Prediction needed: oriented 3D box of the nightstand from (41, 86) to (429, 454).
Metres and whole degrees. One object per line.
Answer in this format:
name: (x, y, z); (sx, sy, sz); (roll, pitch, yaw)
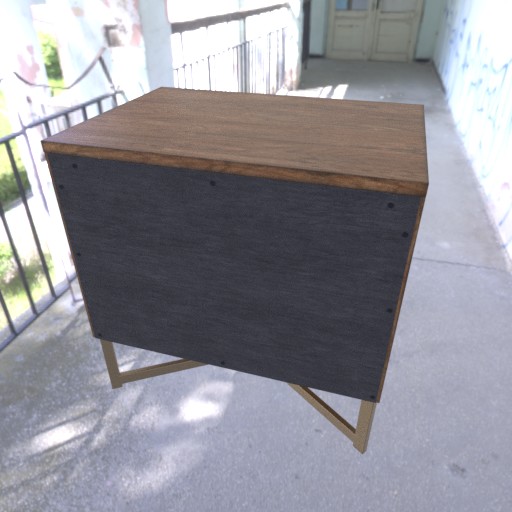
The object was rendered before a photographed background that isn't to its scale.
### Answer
nightstand: (0.000, 0.000, 0.999); (0.610, 0.610, 0.446); (9, 34, 14)
